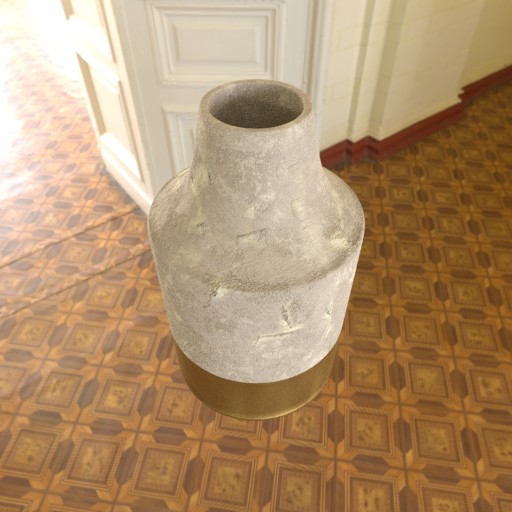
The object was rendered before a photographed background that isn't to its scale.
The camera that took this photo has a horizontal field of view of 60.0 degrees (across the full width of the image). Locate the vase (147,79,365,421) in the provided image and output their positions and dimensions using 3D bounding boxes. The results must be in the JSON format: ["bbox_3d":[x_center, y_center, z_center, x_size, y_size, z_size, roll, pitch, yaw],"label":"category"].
[{"bbox_3d":[0.000,0.000,0.417,0.184,0.305,0.184,0,46,0],"label":"vase"}]
